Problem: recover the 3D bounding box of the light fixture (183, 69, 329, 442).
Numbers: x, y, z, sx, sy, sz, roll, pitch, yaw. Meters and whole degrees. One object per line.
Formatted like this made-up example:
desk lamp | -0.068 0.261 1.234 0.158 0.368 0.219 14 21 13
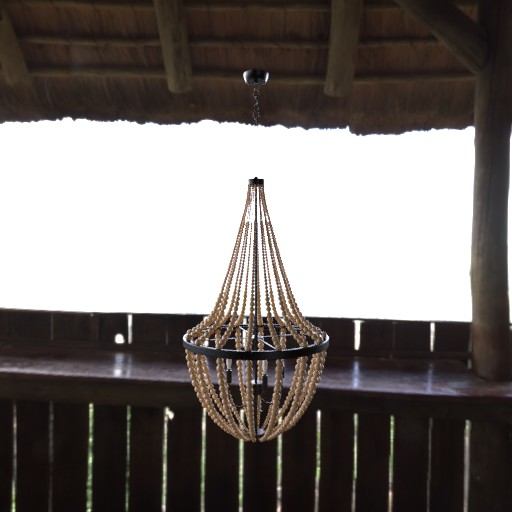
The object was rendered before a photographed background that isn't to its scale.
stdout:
light fixture | 0.000 0.000 1.387 0.450 1.133 0.450 0 1 0
